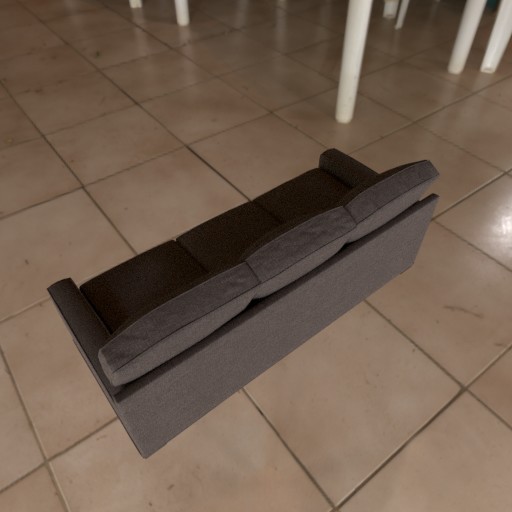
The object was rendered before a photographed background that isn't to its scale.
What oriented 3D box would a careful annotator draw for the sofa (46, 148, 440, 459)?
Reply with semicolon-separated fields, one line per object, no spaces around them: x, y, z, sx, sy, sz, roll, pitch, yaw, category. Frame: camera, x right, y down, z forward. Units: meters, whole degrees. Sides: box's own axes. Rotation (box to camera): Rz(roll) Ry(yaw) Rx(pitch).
0.000;0.000;2.886;2.369;0.978;1.004;-30;54;-25;sofa
